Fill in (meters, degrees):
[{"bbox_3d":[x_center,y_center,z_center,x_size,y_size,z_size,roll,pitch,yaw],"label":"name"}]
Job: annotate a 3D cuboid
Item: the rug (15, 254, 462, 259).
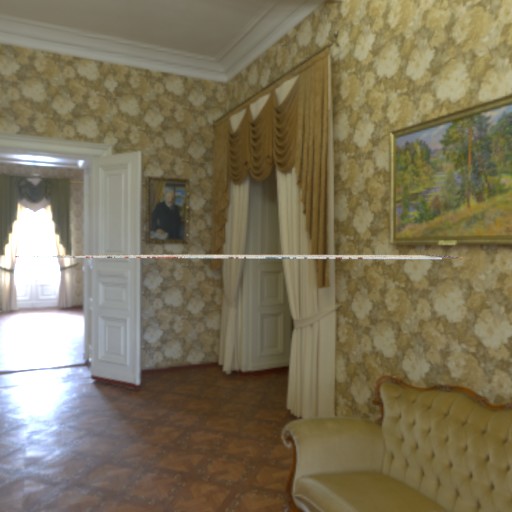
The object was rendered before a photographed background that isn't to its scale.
[{"bbox_3d":[0.000,0.000,4.204,3.274,0.015,2.439,0,1,18],"label":"rug"}]
